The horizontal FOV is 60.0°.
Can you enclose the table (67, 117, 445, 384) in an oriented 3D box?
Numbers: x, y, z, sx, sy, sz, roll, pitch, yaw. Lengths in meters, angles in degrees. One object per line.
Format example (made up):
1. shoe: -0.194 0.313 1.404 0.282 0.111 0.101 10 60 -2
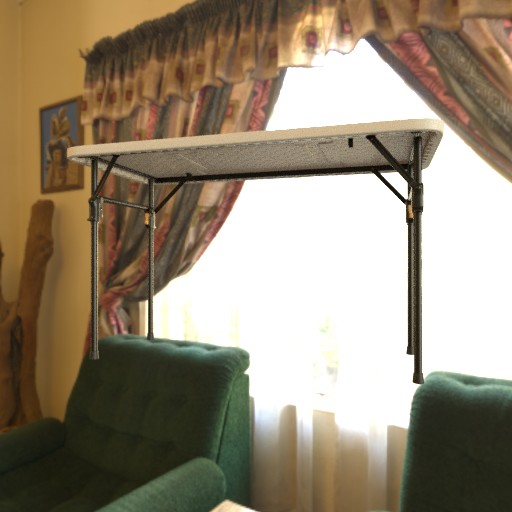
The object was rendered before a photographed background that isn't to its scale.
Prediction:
1. table: 0.000 0.000 1.608 1.219 0.729 0.610 0 0 16
